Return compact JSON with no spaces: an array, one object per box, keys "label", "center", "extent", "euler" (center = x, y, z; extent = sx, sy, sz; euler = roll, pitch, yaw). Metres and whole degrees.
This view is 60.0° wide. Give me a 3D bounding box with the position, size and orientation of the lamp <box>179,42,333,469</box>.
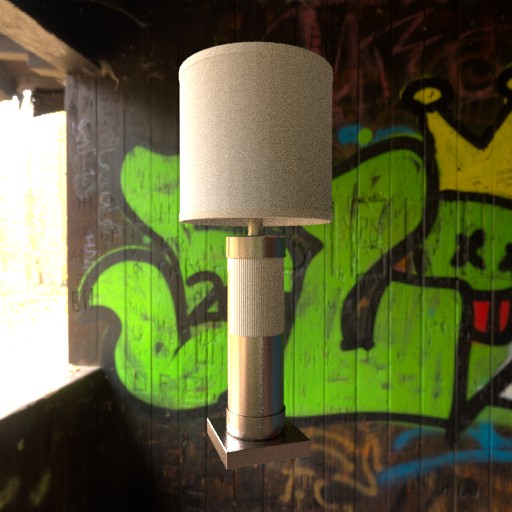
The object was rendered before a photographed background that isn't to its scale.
[{"label":"lamp","center":[0.000,0.000,0.596],"extent":[0.202,0.509,0.202],"euler":[0,1,-18]}]
